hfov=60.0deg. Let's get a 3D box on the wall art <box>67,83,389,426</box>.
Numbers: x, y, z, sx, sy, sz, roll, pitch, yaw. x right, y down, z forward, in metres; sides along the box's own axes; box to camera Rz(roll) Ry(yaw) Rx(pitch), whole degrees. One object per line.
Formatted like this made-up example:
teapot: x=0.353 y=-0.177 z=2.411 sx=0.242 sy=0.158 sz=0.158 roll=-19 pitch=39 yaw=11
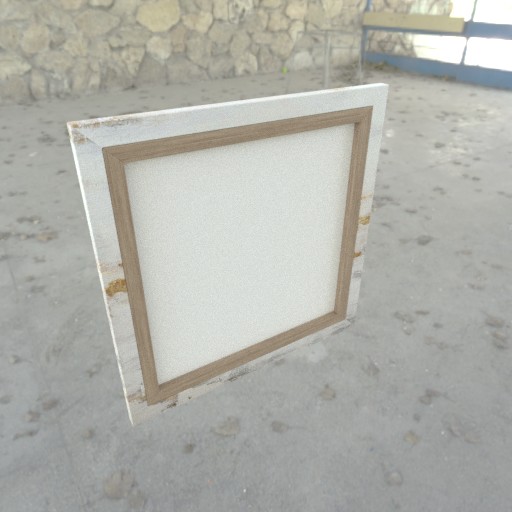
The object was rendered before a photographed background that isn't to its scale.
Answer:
wall art: x=0.000 y=0.000 z=1.505 sx=1.015 sy=1.018 sz=0.040 roll=-18 pitch=35 yaw=-27
